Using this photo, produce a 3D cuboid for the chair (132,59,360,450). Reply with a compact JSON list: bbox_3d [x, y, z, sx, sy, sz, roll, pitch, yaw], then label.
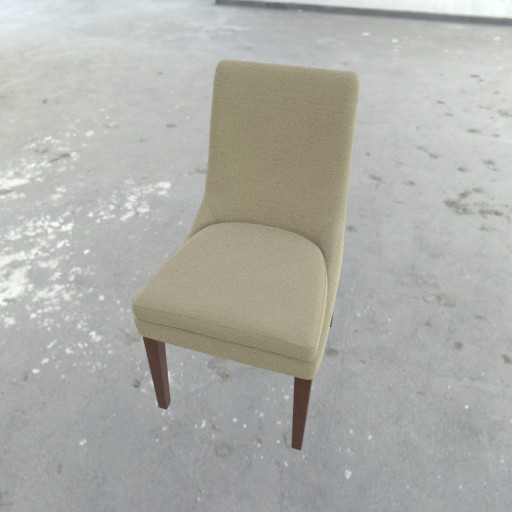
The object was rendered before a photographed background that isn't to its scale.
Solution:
[{"bbox_3d":[0.000,0.000,1.328,0.515,0.940,0.638,12,41,13],"label":"chair"}]
